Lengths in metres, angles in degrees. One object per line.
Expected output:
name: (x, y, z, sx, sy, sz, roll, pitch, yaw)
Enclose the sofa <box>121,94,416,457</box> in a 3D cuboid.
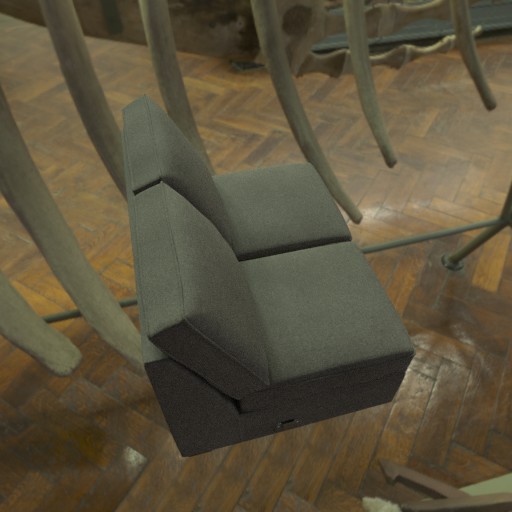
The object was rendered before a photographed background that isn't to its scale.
sofa: (0.000, 0.000, 1.930, 0.951, 1.008, 1.237, -11, 49, -10)
